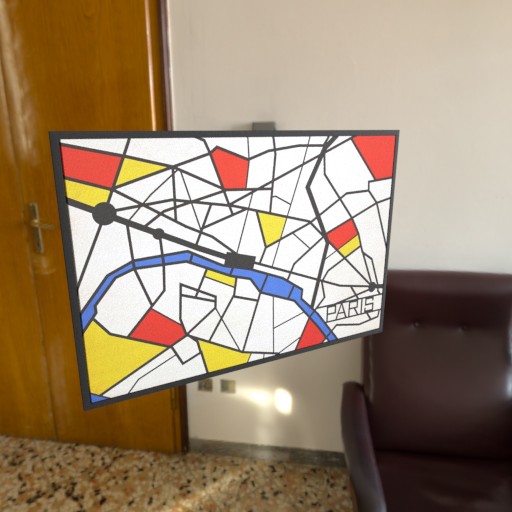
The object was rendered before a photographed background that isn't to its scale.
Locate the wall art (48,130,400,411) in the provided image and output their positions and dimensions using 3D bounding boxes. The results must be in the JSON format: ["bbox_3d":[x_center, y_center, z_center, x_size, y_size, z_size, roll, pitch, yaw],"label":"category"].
[{"bbox_3d":[0.000,0.000,0.841,0.664,0.458,0.013,-8,18,-26],"label":"wall art"}]
